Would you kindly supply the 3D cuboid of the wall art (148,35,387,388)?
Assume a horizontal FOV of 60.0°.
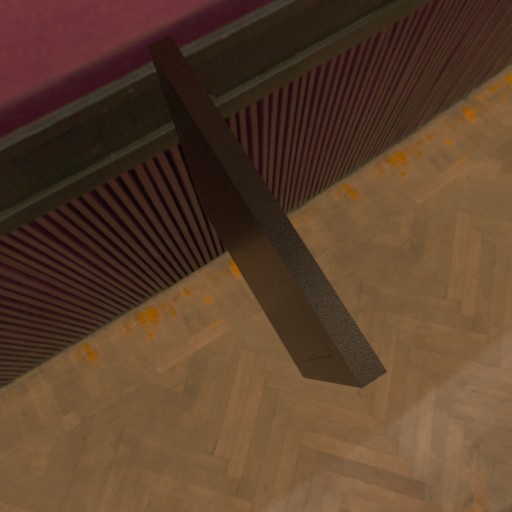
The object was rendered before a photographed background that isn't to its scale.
[{"bbox_3d":[0.000,0.000,0.759,0.031,0.558,0.461,-30,78,-7],"label":"wall art"}]
